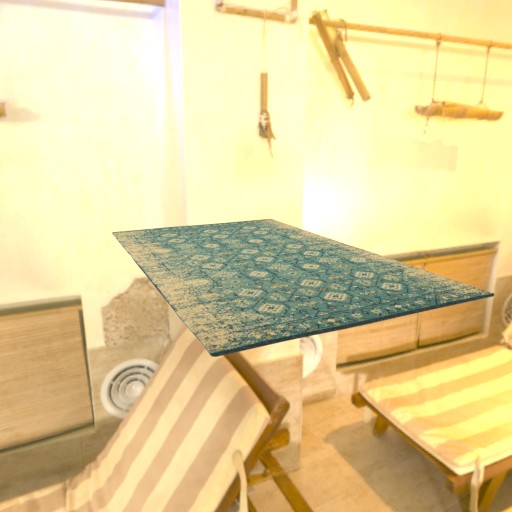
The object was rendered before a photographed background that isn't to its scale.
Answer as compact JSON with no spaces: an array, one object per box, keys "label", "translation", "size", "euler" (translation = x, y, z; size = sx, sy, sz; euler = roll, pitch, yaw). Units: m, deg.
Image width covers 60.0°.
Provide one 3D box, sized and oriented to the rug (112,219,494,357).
[{"label":"rug","translation":[0.000,0.000,2.986],"size":[1.530,0.015,2.449],"euler":[-7,16,-25]}]
